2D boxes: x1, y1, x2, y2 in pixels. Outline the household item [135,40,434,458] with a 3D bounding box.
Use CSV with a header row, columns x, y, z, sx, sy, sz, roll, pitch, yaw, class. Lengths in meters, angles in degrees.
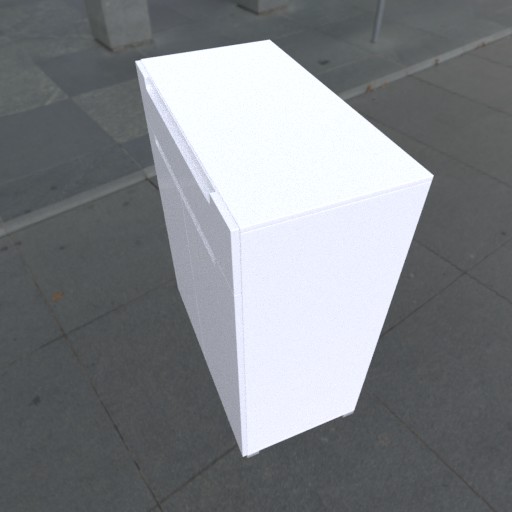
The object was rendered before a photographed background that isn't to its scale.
x,y,z,sx,sy,sz,roll,pitch,yaw,class
0.000,0.000,1.419,0.420,1.010,0.790,-16,47,-16,household item
